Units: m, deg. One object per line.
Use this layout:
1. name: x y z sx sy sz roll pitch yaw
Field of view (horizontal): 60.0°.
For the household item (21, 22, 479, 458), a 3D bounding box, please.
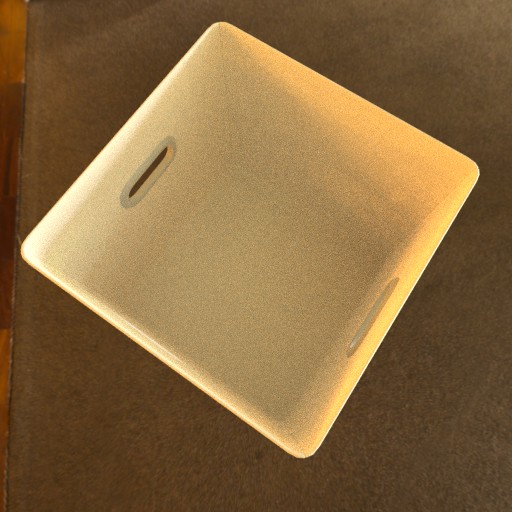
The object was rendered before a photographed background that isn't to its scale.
1. household item: 0.000 0.000 0.538 0.305 0.305 0.305 33 77 9
